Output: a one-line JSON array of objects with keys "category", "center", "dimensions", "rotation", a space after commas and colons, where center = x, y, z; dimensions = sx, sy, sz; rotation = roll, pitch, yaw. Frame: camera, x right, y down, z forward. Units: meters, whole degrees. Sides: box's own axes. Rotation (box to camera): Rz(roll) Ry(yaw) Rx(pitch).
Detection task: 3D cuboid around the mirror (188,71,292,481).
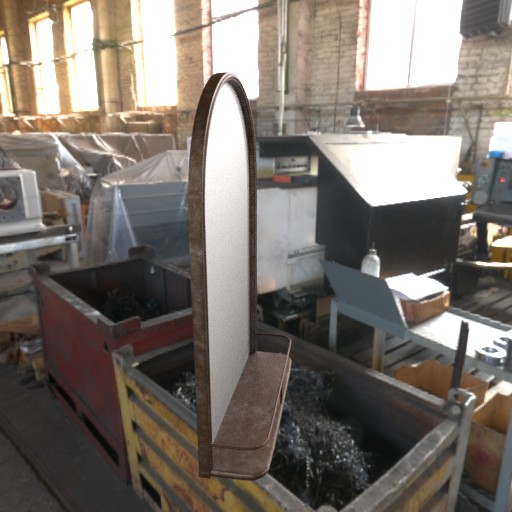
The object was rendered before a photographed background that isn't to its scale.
[{"category": "mirror", "center": [0.000, 0.000, 0.997], "dimensions": [0.137, 0.770, 0.510], "rotation": [3, 16, 10]}]
